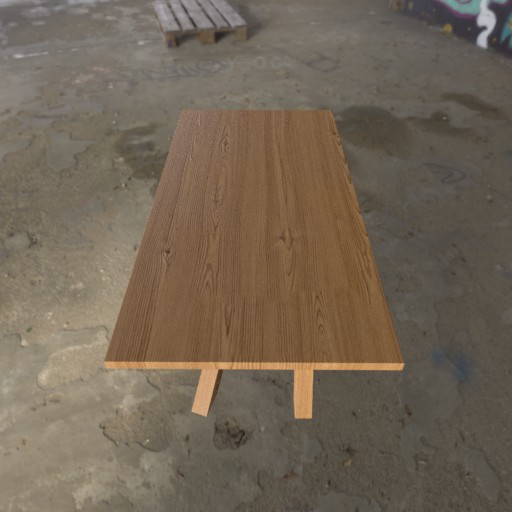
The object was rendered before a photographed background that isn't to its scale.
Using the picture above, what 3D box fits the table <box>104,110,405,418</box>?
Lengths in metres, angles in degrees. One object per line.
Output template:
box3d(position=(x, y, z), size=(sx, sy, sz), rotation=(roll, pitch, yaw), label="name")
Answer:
box3d(position=(0.000, 0.000, 2.244), size=(0.901, 0.750, 1.797), rotation=(0, 42, 0), label="table")
